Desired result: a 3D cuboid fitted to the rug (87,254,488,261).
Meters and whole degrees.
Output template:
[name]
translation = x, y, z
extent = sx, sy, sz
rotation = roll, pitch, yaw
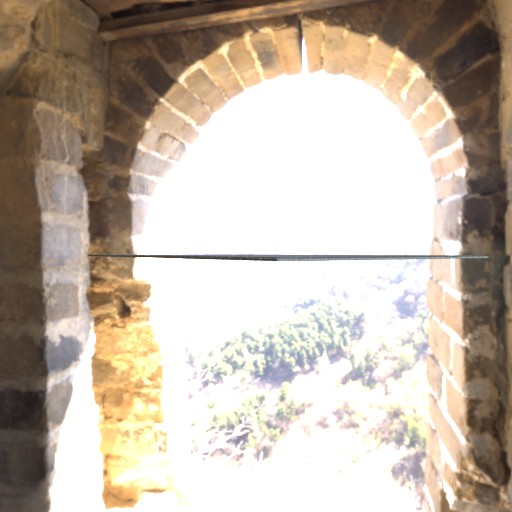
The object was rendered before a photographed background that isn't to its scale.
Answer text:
[rug]
translation = 0.000, 0.000, 3.505
extent = 1.819, 0.018, 2.746
rotation = 0, 1, -37
